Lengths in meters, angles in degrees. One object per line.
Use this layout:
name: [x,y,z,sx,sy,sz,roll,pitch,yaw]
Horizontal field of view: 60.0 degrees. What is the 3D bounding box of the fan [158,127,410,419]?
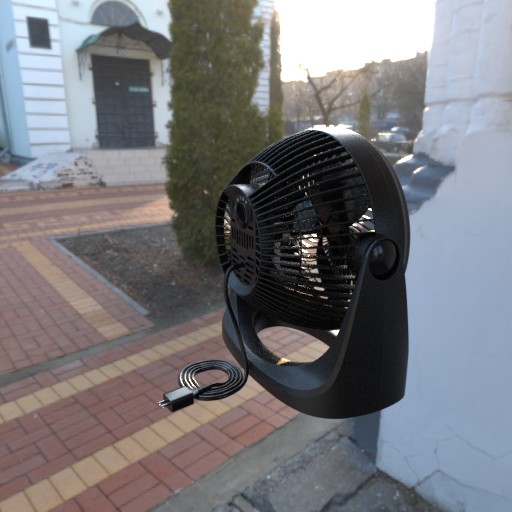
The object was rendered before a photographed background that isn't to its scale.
fan: [0.000,0.000,0.497,0.256,0.277,0.273,-8,18,-26]
